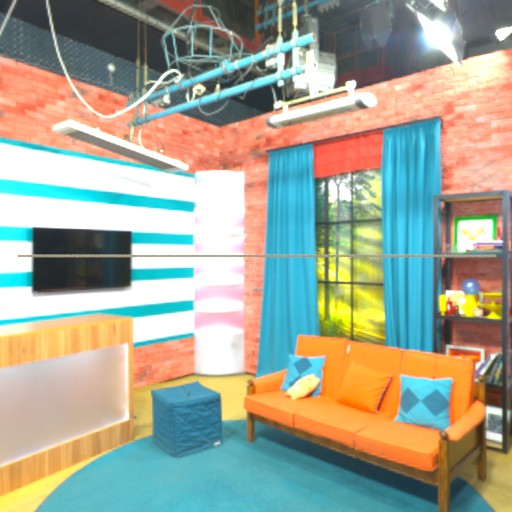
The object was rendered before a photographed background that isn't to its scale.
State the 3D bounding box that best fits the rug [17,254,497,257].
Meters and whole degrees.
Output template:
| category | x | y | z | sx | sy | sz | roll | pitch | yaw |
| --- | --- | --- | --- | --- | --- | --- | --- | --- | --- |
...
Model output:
| category | x | y | z | sx | sy | sz | roll | pitch | yaw |
| --- | --- | --- | --- | --- | --- | --- | --- | --- | --- |
| rug | 0.000 | 0.000 | 2.449 | 2.297 | 0.013 | 0.661 | 0 | 0 | 1 |
